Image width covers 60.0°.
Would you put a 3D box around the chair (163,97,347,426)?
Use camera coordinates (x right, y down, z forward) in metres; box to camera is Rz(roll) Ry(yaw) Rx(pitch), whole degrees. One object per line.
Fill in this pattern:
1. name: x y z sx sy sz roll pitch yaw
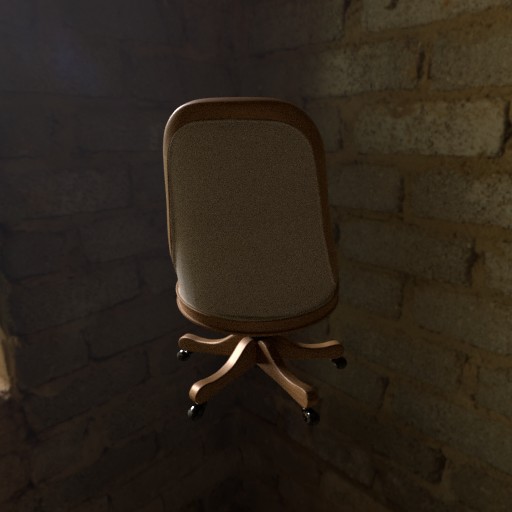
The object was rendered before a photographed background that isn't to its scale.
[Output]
1. chair: 0.000 0.000 1.569 0.702 1.009 0.811 2 16 8
